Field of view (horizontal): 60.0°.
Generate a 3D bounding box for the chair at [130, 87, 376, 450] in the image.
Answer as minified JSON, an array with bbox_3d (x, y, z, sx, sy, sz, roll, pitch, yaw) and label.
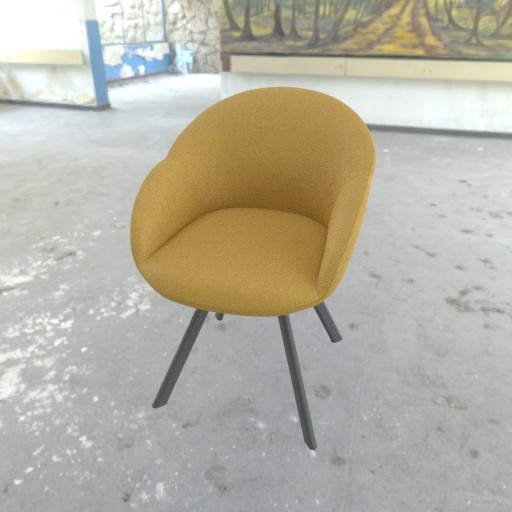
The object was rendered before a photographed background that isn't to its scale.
[{"bbox_3d":[0.000,0.000,1.190,0.551,0.793,0.583,8,28,16],"label":"chair"}]
